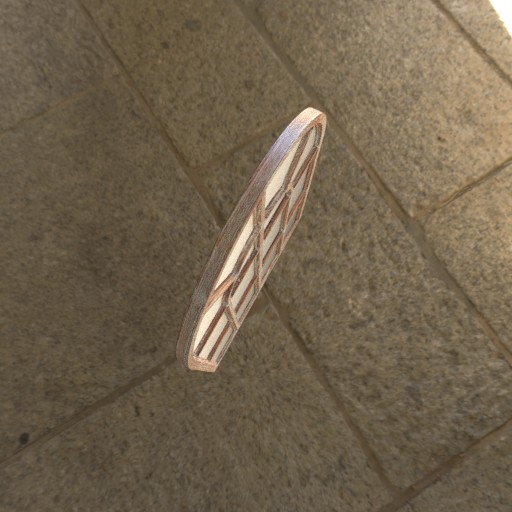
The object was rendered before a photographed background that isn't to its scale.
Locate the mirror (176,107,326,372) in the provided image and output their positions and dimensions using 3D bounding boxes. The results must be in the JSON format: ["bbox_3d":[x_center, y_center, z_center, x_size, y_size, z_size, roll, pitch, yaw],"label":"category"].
[{"bbox_3d":[0.000,0.000,1.189,0.032,0.920,0.660,28,77,7],"label":"mirror"}]
